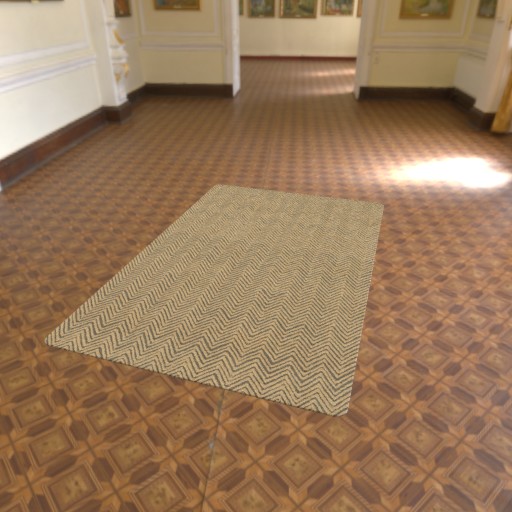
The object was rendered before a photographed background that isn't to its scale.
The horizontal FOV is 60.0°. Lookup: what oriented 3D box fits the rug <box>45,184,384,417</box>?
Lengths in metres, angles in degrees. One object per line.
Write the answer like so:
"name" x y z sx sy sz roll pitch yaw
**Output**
"rug" 0.000 0.000 2.240 1.144 0.008 1.752 9 31 15
